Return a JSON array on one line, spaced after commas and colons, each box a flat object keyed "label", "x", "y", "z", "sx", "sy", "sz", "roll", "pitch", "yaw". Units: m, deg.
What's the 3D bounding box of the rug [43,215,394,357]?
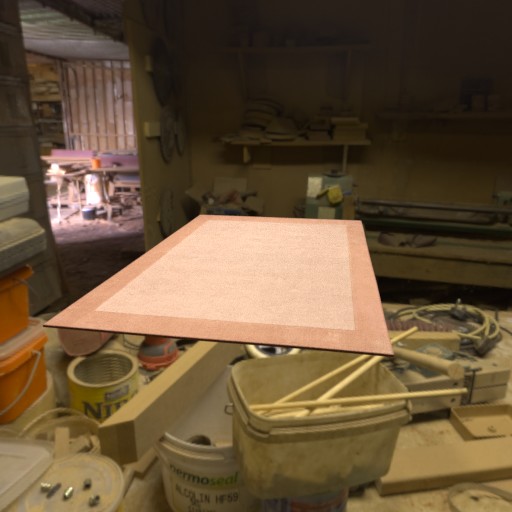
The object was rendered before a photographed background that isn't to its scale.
[{"label": "rug", "x": 0.000, "y": 0.000, "z": 3.007, "sx": 1.524, "sy": 0.014, "sz": 2.438, "roll": 3, "pitch": 17, "yaw": 9}]
